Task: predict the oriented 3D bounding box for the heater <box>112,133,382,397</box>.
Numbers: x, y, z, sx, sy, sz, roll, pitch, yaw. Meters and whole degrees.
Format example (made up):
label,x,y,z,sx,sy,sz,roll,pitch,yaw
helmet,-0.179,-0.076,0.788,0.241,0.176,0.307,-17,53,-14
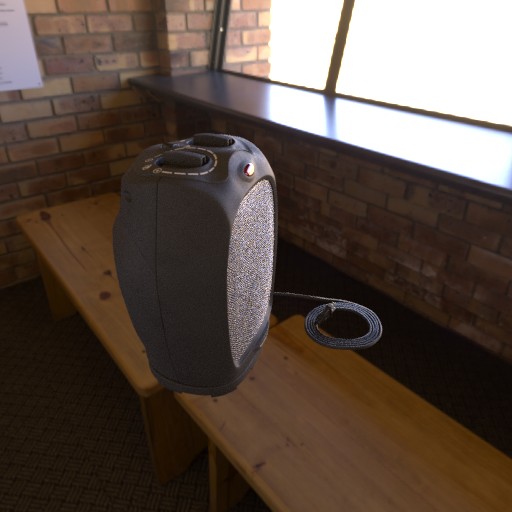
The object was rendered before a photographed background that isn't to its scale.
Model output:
label,x,y,z,sx,sy,sz,roll,pitch,yaw
heater,0.000,0.000,0.487,0.291,0.255,0.239,10,32,16
